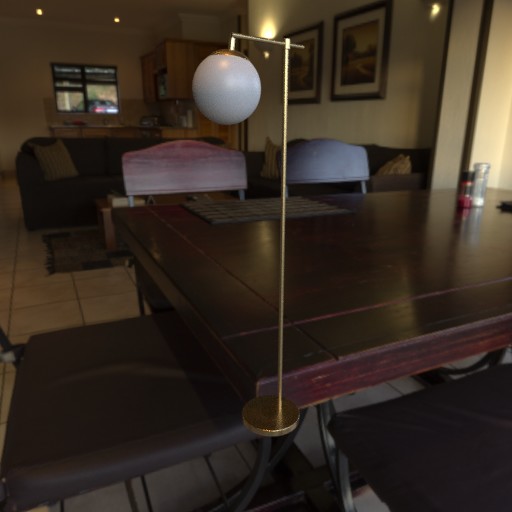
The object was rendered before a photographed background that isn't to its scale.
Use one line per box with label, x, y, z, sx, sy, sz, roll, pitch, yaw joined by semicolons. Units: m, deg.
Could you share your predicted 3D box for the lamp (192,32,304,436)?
lamp;0.000;0.000;1.653;0.476;1.505;0.249;-16;23;-42
